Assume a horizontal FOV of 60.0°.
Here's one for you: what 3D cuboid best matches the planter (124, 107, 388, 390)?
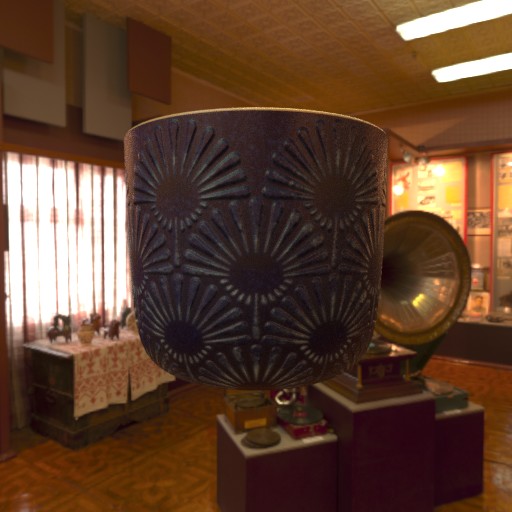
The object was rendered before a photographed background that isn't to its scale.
[{"bbox_3d":[0.000,0.000,0.219,0.124,0.109,0.124,0,2,0],"label":"planter"}]
